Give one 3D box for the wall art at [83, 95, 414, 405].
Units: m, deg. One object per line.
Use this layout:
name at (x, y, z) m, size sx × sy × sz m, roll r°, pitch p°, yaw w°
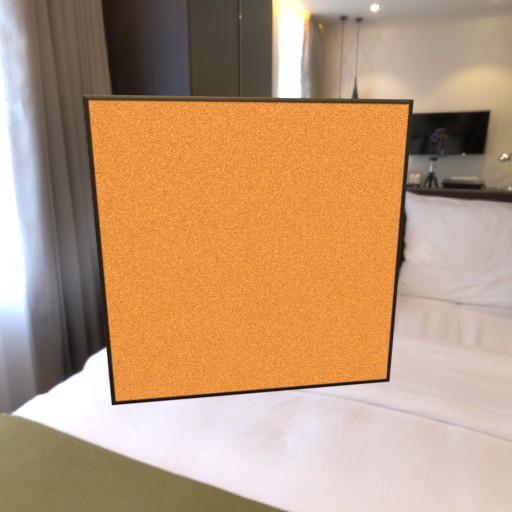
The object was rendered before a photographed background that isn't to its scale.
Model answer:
wall art at (0.000, 0.000, 1.137) m, size 0.769 × 0.766 × 0.042 m, roll -2°, pitch 15°, yaw -8°
